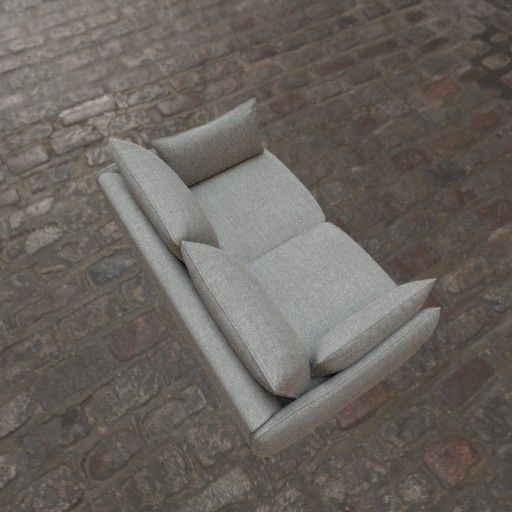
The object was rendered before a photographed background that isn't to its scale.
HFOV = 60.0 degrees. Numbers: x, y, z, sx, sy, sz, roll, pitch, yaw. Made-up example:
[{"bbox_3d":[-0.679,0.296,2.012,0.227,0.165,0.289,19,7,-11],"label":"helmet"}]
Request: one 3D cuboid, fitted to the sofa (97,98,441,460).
[{"bbox_3d":[0.000,0.000,2.178,0.972,0.851,1.580,-29,62,-17],"label":"sofa"}]
